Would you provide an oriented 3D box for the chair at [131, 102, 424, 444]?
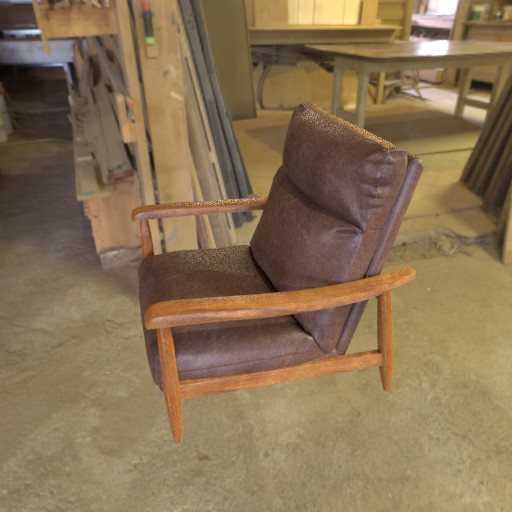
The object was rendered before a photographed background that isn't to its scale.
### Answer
[{"bbox_3d":[0.000,0.000,1.551,0.830,0.897,0.782,-8,31,-14],"label":"chair"}]
